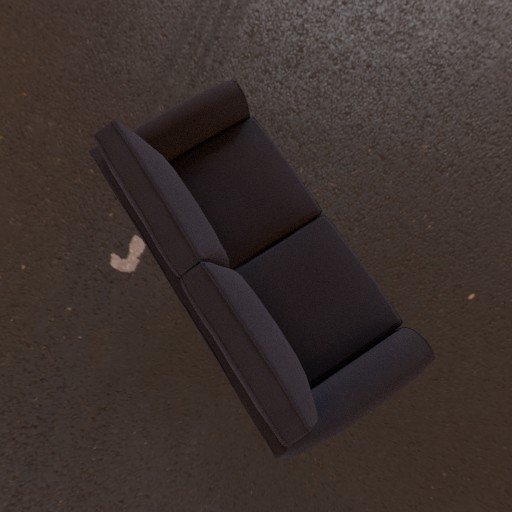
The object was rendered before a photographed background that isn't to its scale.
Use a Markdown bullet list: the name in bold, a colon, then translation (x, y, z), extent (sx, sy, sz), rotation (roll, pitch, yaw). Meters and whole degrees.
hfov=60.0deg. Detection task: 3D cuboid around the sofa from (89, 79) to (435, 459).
- **sofa**: translation (0.000, 0.000, 2.494), extent (0.951, 1.031, 2.009), rotation (-32, 77, -8)
